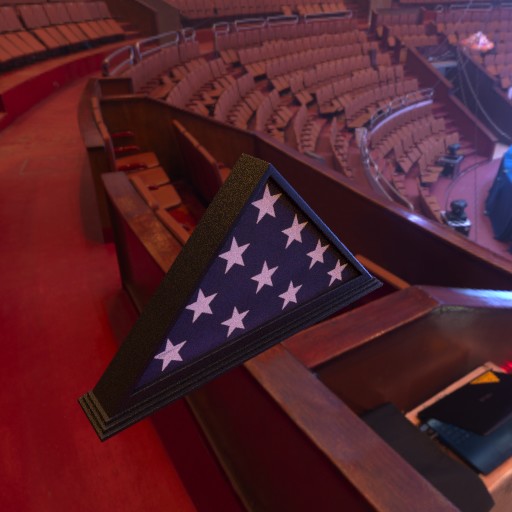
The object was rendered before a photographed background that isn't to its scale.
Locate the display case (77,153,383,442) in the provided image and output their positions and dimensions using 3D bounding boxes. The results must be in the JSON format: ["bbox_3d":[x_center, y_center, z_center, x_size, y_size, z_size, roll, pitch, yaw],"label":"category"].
[{"bbox_3d":[0.000,0.000,0.751,0.640,0.340,0.095,-22,37,-33],"label":"display case"}]
